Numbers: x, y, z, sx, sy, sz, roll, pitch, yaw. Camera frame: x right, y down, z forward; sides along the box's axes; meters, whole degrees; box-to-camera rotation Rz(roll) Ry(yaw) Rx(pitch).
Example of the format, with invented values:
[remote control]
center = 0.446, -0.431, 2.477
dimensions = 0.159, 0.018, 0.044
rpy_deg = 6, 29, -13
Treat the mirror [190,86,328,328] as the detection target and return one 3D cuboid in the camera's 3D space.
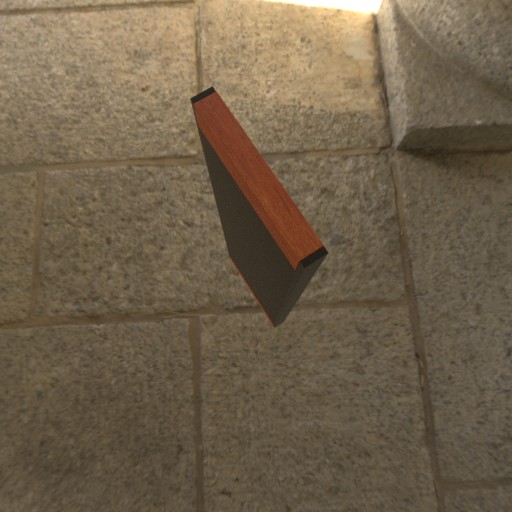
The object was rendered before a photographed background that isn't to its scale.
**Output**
[mirror]
center = 0.000, 0.000, 1.252
dimensions = 0.047, 1.123, 0.343
rpy_deg = -32, 78, -7
